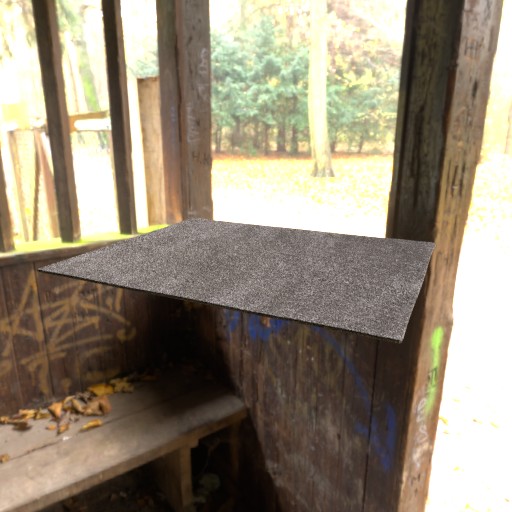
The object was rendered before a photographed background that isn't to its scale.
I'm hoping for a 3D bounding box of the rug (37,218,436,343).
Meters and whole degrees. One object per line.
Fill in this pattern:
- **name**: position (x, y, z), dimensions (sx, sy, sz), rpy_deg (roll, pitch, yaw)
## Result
- **rug**: position (0.000, 0.000, 4.192), dimensions (3.000, 0.025, 2.401), rpy_deg (8, 18, 24)
